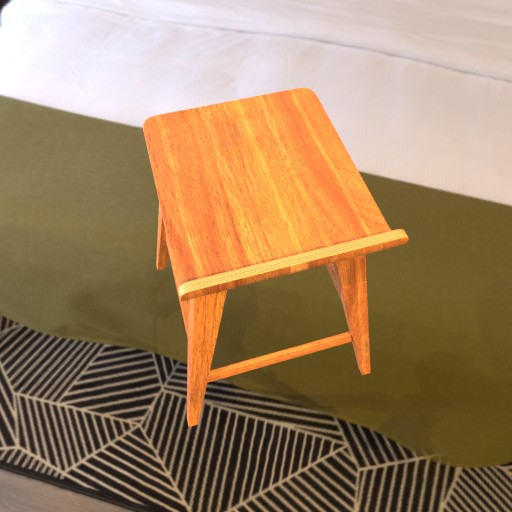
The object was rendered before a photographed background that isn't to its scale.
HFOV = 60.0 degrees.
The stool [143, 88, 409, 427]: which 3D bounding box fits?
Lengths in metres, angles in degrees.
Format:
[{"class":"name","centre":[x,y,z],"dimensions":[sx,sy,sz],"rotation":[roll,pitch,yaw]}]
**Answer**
[{"class":"stool","centre":[0.000,0.000,1.012],"dimensions":[0.500,0.650,0.500],"rotation":[-14,59,-8]}]
